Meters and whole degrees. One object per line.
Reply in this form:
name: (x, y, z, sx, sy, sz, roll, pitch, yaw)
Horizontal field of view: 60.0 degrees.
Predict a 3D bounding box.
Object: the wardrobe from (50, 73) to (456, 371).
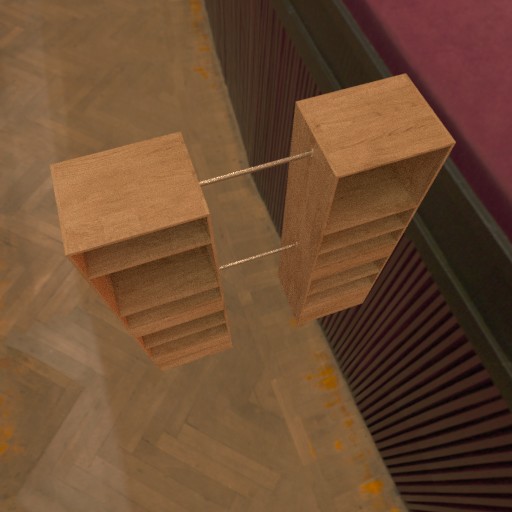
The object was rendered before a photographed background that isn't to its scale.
wardrobe: (0.000, 0.000, 2.884, 1.770, 2.000, 0.480, -17, 64, -9)
